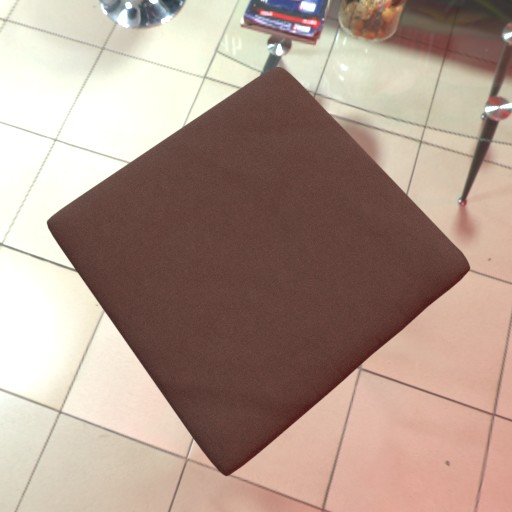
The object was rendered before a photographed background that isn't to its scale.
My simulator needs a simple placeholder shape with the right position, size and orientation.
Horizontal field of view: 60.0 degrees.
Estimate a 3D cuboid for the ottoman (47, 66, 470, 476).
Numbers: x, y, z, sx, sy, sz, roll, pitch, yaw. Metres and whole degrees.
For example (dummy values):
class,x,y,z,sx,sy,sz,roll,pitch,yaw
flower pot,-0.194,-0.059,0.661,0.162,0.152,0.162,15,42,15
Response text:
class,x,y,z,sx,sy,sz,roll,pitch,yaw
ottoman,0.000,0.000,1.829,1.181,0.470,1.181,-37,77,-10
